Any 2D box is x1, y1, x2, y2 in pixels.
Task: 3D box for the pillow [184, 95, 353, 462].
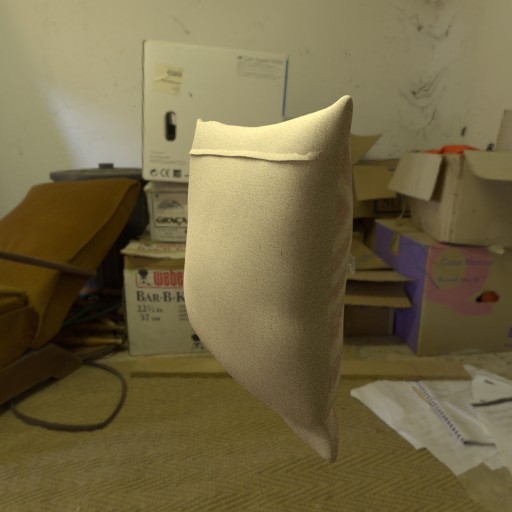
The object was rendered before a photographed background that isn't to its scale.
[{"bbox_3d":[0.000,0.000,0.692,0.182,0.441,0.440,-8,17,-28],"label":"pillow"}]
